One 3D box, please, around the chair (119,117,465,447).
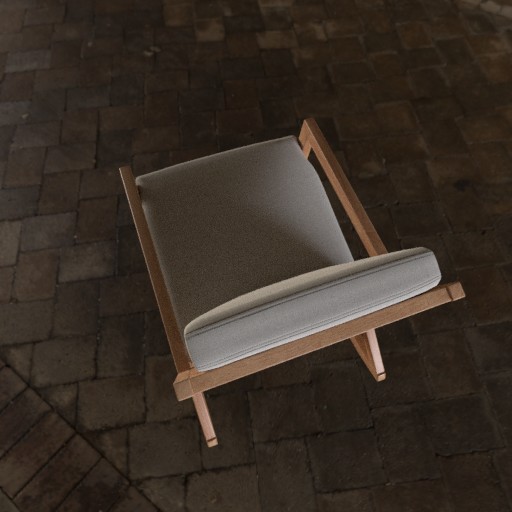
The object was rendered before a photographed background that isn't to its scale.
[{"bbox_3d":[0.000,0.000,1.359,0.622,0.790,0.857,-18,60,-10],"label":"chair"}]
